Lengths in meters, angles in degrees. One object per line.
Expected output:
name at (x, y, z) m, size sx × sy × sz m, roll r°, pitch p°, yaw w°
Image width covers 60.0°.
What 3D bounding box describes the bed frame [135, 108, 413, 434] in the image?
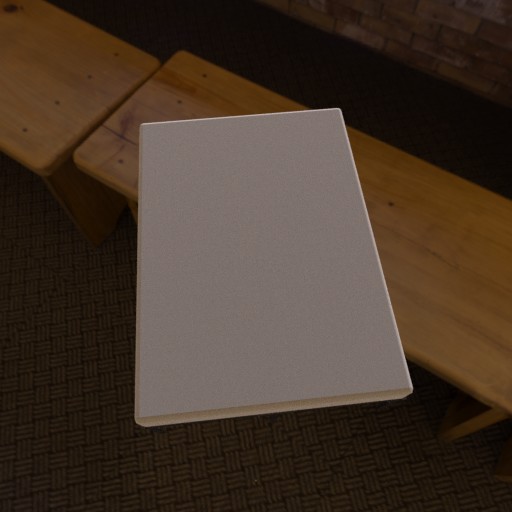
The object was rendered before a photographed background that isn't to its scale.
bed frame at (0.000, 0.000, 3.818) m, size 2.205 × 0.680 × 2.842 m, roll 1°, pitch 63°, yaw 1°
